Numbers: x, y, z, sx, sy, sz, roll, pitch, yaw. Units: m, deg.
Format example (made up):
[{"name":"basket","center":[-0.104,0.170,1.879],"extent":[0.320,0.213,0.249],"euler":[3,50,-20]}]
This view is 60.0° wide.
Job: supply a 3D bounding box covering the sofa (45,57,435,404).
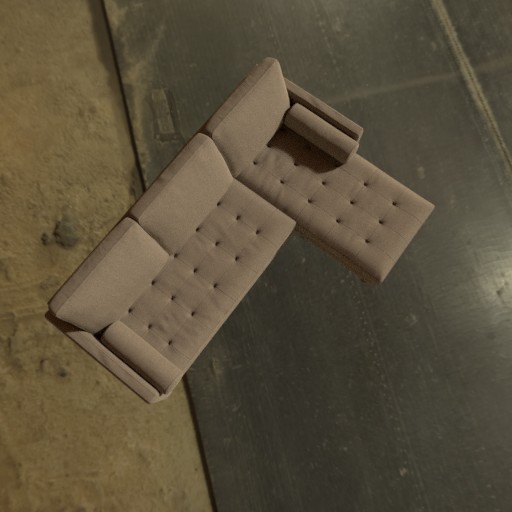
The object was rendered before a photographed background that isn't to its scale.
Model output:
[{"name":"sofa","center":[0.000,0.000,2.865],"extent":[1.506,0.875,2.178],"euler":[36,78,9]}]
